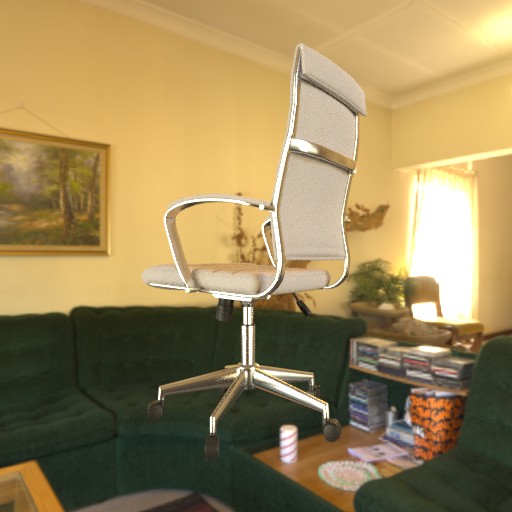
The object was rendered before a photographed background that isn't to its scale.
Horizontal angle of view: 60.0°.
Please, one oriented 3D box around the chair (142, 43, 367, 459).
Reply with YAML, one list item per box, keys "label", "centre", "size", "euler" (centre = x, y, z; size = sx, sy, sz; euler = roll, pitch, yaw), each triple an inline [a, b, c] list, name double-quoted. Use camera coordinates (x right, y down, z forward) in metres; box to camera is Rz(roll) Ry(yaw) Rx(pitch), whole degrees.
- label: "chair"
  centre: [0.000, 0.000, 1.546]
  size: [0.667, 1.149, 0.679]
  euler: [0, 0, 36]
